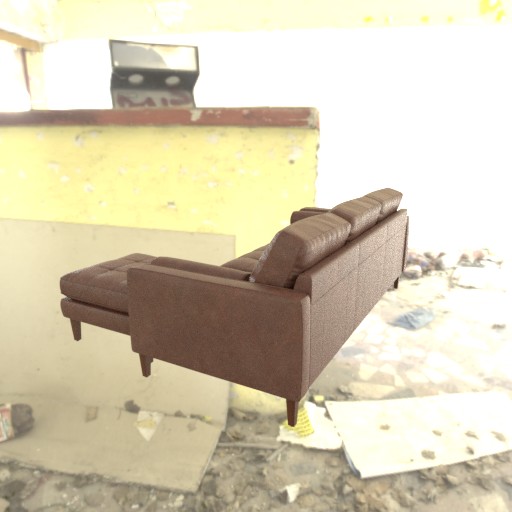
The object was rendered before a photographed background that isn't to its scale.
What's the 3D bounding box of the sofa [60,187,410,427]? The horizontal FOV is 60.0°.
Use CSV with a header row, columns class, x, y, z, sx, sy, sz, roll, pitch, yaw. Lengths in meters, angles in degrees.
class,x,y,z,sx,sy,sz,roll,pitch,yaw
sofa,0.000,0.000,3.022,1.613,0.841,2.185,8,17,28
